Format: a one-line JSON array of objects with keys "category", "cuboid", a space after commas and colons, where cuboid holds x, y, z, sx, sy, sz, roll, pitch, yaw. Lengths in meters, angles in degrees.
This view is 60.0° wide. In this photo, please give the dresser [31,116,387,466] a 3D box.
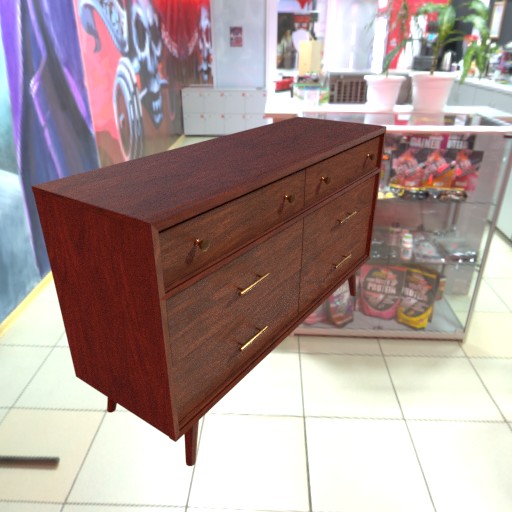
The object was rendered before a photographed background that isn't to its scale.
[{"category": "dresser", "cuboid": [0.000, 0.000, 1.847, 0.500, 0.889, 1.472, 17, 31, 31]}]
